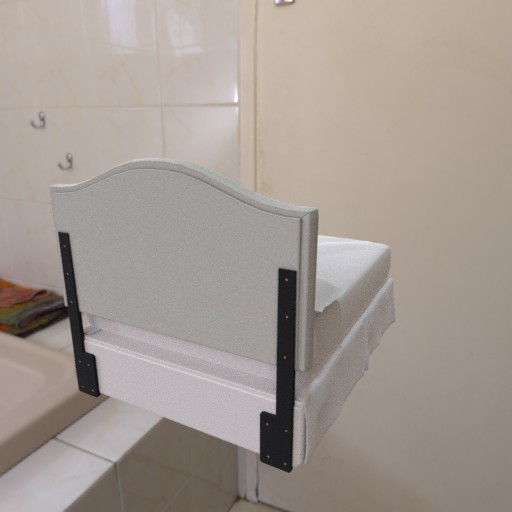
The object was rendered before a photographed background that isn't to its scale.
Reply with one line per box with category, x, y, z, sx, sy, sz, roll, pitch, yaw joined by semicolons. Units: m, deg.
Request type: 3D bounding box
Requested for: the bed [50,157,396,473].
bed;0.000;0.000;3.397;1.813;1.607;2.180;9;19;27
